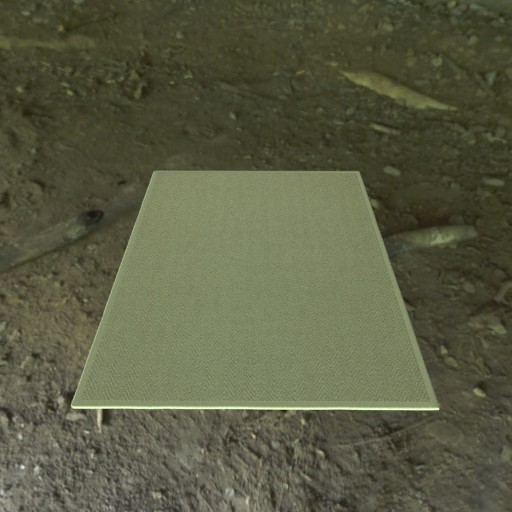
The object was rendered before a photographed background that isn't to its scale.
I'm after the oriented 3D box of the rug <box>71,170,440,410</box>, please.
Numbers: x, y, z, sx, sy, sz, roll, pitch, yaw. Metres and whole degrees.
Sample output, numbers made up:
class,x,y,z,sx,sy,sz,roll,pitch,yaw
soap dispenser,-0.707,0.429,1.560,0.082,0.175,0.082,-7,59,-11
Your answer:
class,x,y,z,sx,sy,sz,roll,pitch,yaw
rug,0.000,0.000,4.035,2.407,0.020,3.051,0,41,0
